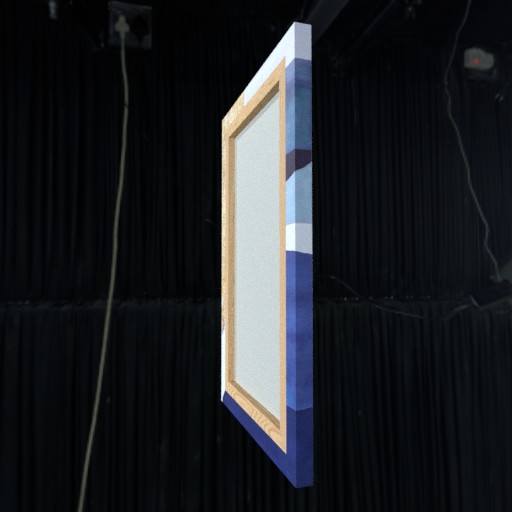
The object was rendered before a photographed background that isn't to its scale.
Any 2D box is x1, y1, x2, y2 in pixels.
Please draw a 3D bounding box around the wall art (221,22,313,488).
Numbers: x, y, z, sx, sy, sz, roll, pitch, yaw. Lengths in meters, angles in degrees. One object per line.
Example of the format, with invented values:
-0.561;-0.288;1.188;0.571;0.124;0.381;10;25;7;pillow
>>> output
0.000;0.000;1.160;0.039;0.911;0.607;1;-2;-18;wall art
